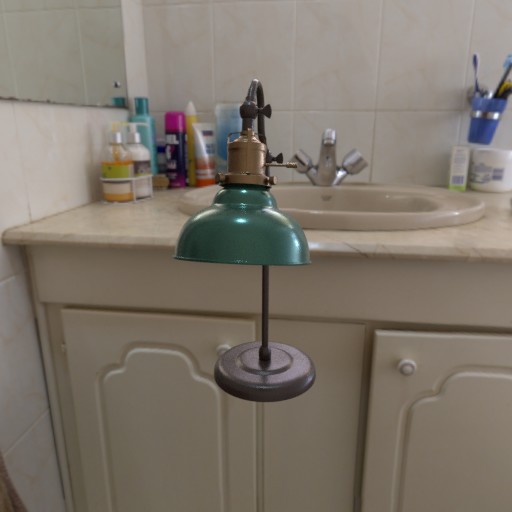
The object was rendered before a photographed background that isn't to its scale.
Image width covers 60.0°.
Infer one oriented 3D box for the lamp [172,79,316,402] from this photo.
[{"bbox_3d":[0.000,0.000,0.682,0.192,0.508,0.374,3,16,10],"label":"lamp"}]
